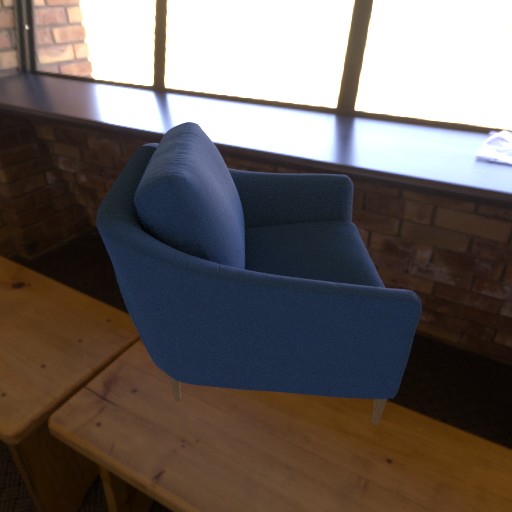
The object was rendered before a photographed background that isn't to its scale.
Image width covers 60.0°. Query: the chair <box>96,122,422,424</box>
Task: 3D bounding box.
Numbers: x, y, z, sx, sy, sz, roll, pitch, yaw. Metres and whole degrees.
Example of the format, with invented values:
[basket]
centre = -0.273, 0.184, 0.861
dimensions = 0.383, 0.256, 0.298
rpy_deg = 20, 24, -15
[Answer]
[chair]
centre = 0.000, 0.000, 1.729
dimensions = 0.961, 0.899, 0.987
rpy_deg = -1, 31, -1
